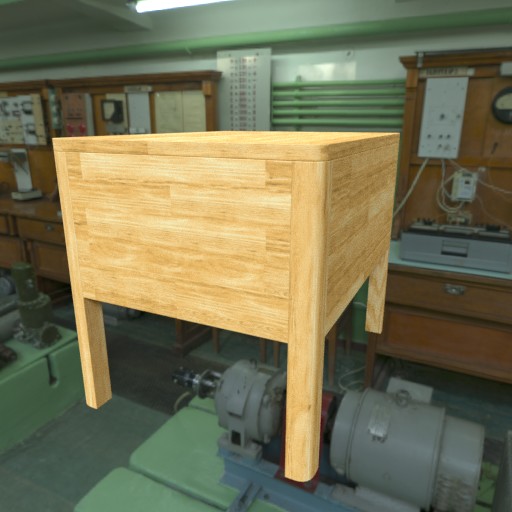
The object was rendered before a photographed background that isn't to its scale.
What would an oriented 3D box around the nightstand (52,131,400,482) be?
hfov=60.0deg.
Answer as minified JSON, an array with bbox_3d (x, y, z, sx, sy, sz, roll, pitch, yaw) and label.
[{"bbox_3d":[0.000,0.000,0.893,0.440,0.470,0.560,8,19,25],"label":"nightstand"}]
